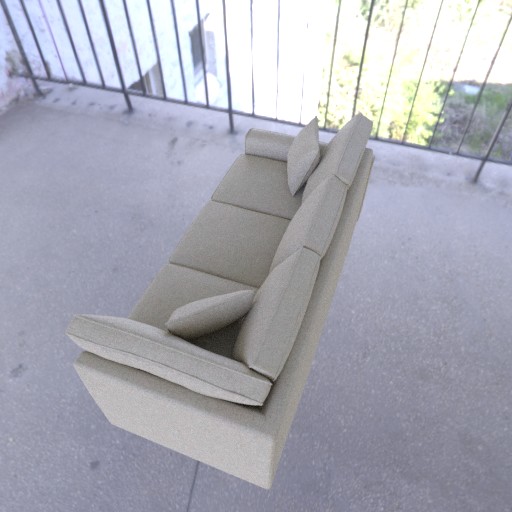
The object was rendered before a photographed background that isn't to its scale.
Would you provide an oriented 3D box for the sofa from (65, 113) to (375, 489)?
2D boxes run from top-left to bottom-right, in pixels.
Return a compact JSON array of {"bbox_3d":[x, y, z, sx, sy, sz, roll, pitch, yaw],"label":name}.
[{"bbox_3d":[0.000,0.000,2.830,1.061,0.962,2.317,16,50,14],"label":"sofa"}]
